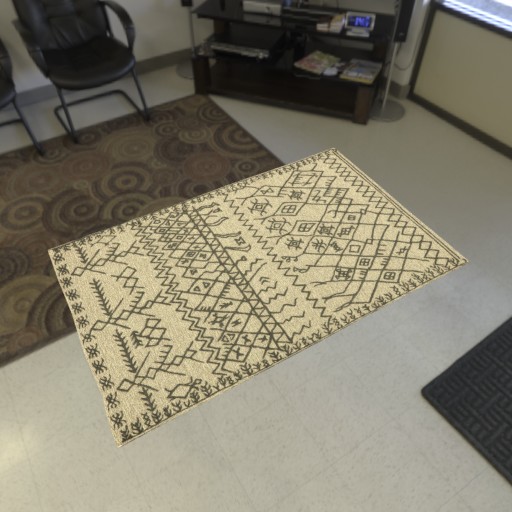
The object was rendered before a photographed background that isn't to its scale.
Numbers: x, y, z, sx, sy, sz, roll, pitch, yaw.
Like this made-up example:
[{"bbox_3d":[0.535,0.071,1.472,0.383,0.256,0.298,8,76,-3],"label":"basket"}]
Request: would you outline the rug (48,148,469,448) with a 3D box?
[{"bbox_3d":[0.000,0.000,3.029,2.444,0.012,1.530,-23,52,-19],"label":"rug"}]
